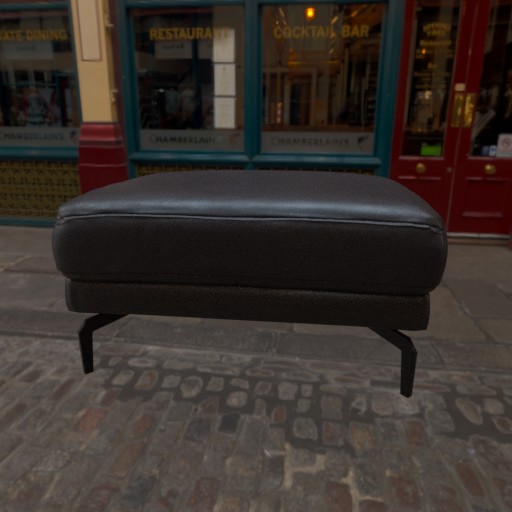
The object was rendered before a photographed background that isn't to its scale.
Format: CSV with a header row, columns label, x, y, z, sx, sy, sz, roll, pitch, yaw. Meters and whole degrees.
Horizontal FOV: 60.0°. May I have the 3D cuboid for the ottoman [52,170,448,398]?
label,x,y,z,sx,sy,sz,roll,pitch,yaw
ottoman,0.000,0.000,1.093,0.764,0.402,0.570,2,16,7
